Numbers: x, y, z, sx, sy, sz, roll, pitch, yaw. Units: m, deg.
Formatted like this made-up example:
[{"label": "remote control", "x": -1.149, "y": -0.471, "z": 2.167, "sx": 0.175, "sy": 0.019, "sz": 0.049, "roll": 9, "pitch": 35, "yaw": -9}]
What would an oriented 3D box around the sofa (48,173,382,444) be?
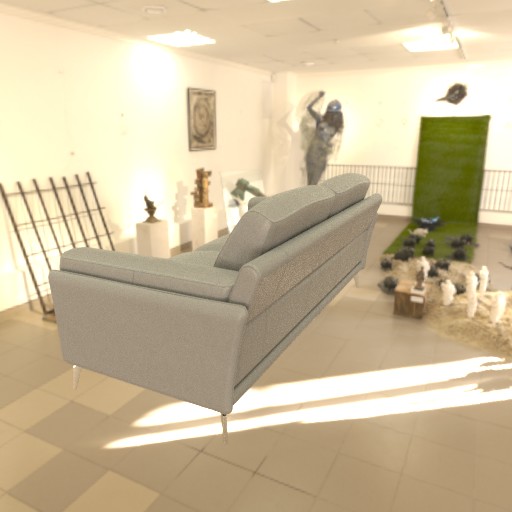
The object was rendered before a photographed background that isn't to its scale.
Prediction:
[{"label": "sofa", "x": 0.000, "y": 0.000, "z": 2.660, "sx": 1.049, "sy": 0.930, "sz": 2.101, "roll": 8, "pitch": 18, "yaw": 26}]
